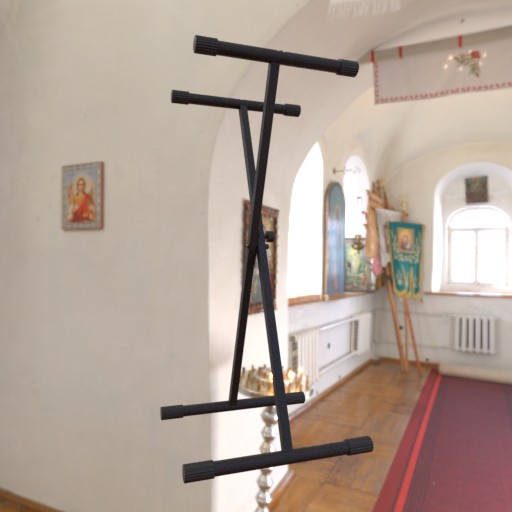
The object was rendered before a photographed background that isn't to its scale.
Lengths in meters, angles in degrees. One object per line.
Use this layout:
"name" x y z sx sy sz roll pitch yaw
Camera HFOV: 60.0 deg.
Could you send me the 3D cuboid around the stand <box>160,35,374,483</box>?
"stand" 0.000 0.000 1.168 0.449 0.940 0.409 0 0 -19
